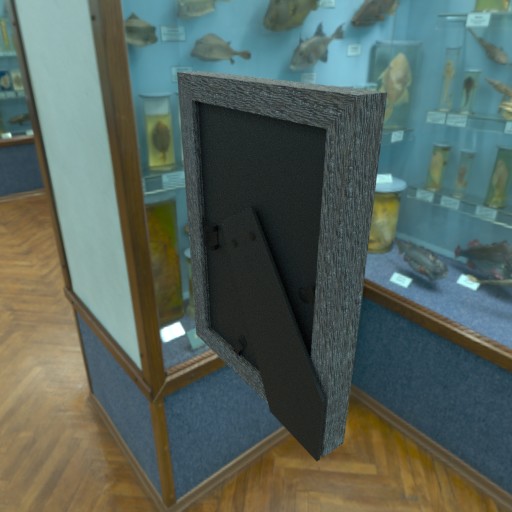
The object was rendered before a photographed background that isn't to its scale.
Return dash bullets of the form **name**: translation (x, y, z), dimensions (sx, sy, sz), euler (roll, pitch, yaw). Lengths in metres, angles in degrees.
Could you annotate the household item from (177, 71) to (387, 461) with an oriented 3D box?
- **household item**: translation (0.000, 0.000, 0.243), dimensions (0.020, 0.180, 0.133), euler (-18, 32, -32)
